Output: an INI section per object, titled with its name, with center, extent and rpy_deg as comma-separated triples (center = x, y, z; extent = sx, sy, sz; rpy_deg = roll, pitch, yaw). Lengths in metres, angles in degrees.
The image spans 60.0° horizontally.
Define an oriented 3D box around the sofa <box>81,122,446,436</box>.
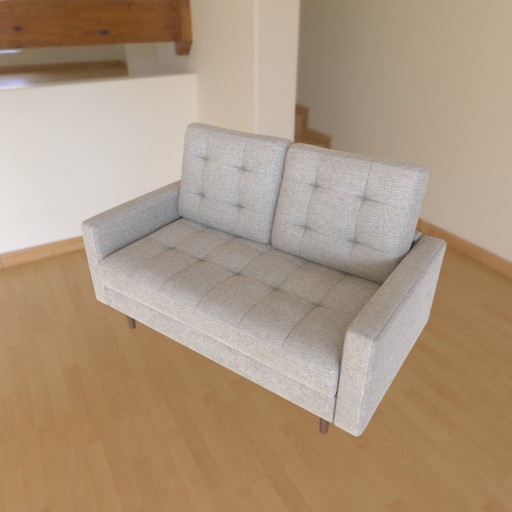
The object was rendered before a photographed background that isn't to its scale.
[sofa]
center = 0.000, 0.000, 1.973
extent = 1.407, 0.907, 0.842
rpy_deg = 19, 35, 30
